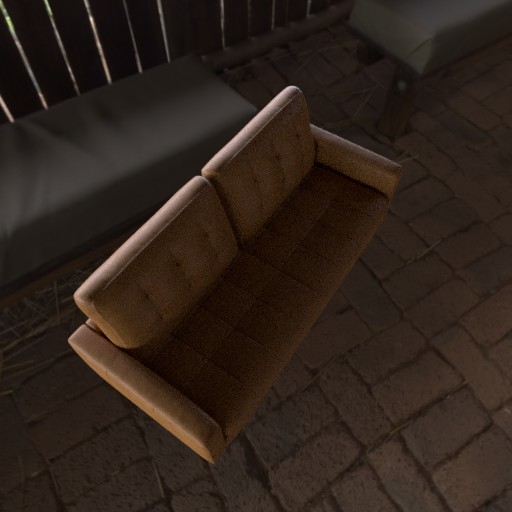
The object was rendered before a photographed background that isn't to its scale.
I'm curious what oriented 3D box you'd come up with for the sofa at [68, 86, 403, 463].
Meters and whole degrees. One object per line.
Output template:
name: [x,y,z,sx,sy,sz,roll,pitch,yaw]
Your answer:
sofa: [0.000,0.000,2.311,0.850,0.898,1.821,30,62,18]
